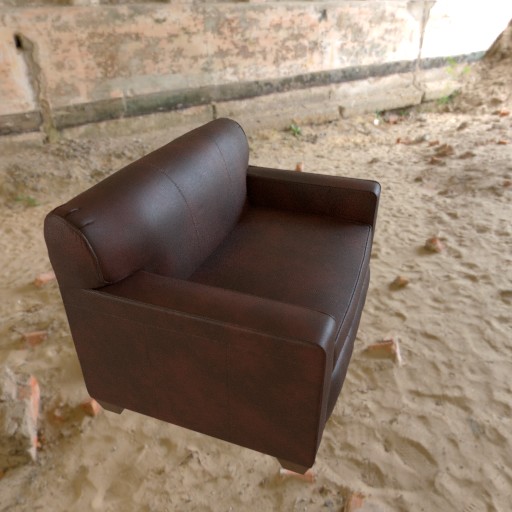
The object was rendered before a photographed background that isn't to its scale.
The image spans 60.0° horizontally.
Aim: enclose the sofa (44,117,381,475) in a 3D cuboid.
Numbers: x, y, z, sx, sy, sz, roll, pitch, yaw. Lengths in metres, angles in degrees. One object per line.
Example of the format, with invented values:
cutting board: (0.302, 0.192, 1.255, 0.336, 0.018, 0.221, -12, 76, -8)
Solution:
sofa: (0.000, 0.000, 2.026, 1.000, 0.956, 1.413, 11, 32, 17)
